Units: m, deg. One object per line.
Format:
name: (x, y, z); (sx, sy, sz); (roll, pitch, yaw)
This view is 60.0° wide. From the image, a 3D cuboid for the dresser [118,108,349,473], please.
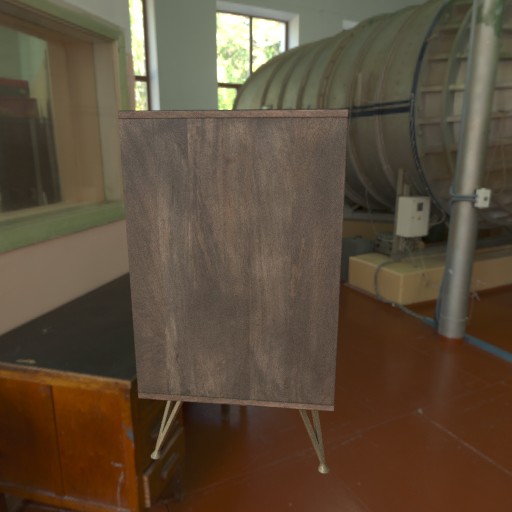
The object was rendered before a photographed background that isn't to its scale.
dresser: (0.000, 0.000, 1.383); (0.453, 0.801, 0.923); (2, 14, 7)
